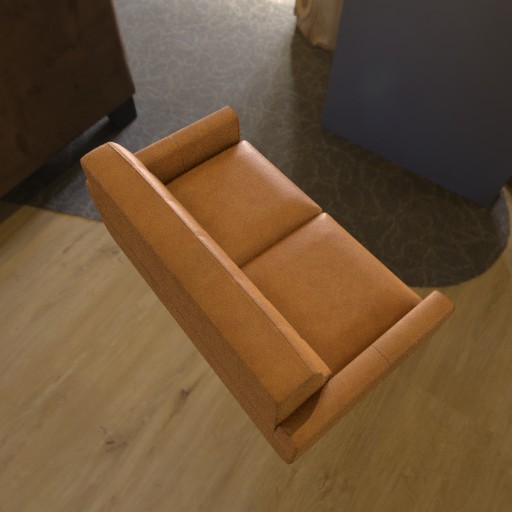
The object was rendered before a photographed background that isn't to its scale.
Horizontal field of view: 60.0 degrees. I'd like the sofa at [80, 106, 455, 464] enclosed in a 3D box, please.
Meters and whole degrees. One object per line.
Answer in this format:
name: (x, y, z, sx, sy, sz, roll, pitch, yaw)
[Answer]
sofa: (0.000, 0.000, 2.227, 0.952, 0.925, 1.651, -34, 64, -19)
